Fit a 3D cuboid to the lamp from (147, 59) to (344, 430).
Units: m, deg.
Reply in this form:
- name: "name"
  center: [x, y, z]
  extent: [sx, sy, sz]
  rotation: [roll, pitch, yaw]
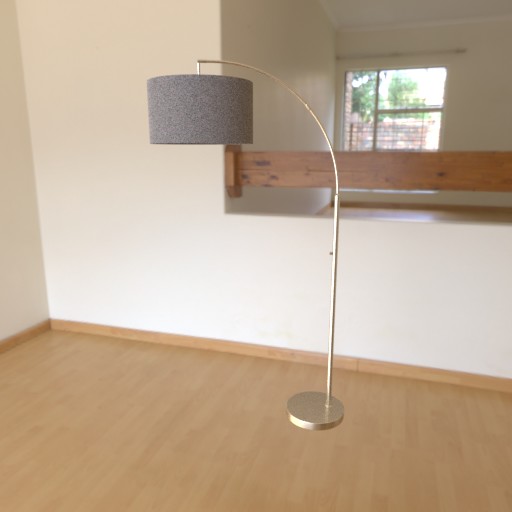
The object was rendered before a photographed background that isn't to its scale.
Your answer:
- name: "lamp"
  center: [0.000, 0.000, 2.118]
  extent: [0.934, 1.735, 0.452]
  rotation: [-2, 13, -7]
